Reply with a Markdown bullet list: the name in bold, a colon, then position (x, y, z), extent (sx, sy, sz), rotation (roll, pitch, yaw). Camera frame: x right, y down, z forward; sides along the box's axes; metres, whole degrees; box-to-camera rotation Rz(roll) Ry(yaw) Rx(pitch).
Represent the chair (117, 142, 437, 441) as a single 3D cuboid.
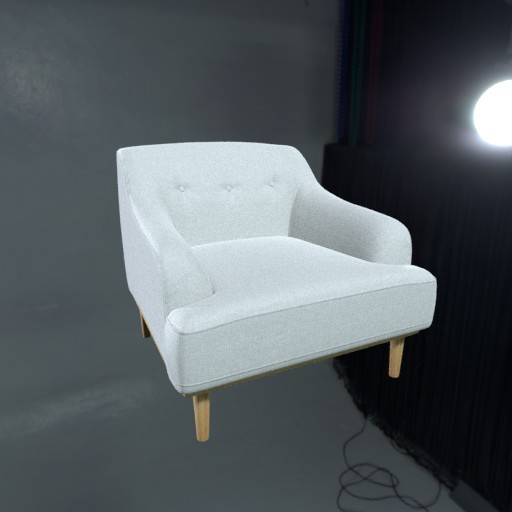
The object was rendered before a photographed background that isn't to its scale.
- **chair**: position (0.000, 0.000, 1.686), extent (0.946, 0.818, 0.951), rotation (-8, 18, -26)
